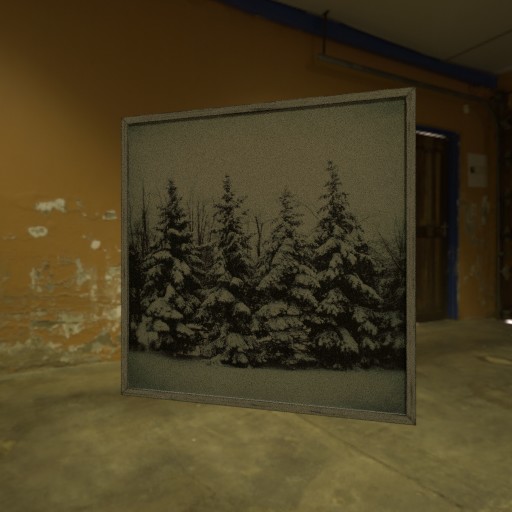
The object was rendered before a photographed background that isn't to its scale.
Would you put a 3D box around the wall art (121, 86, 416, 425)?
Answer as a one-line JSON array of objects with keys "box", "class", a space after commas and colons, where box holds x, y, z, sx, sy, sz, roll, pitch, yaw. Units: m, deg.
[{"box": [0.000, 0.000, 1.122, 0.761, 0.761, 0.037, 0, 0, 17], "class": "wall art"}]
